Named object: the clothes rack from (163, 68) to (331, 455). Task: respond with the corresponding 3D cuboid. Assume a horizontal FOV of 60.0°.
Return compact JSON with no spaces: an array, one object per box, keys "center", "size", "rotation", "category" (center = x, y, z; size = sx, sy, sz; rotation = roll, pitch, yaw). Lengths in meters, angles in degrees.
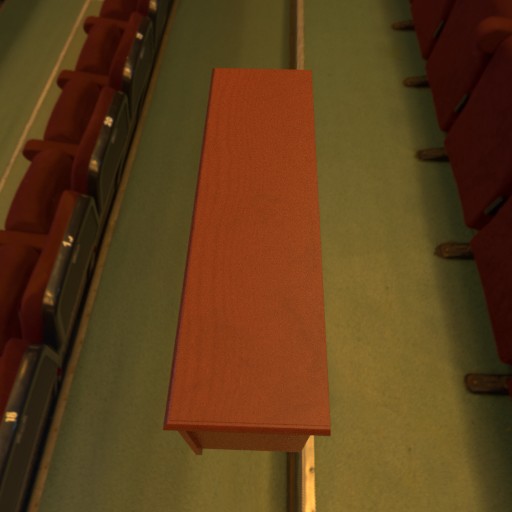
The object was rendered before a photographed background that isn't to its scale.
[{"center":[0.000,0.000,1.525],"size":[0.362,0.594,1.251],"rotation":[2,58,1],"category":"clothes rack"}]
